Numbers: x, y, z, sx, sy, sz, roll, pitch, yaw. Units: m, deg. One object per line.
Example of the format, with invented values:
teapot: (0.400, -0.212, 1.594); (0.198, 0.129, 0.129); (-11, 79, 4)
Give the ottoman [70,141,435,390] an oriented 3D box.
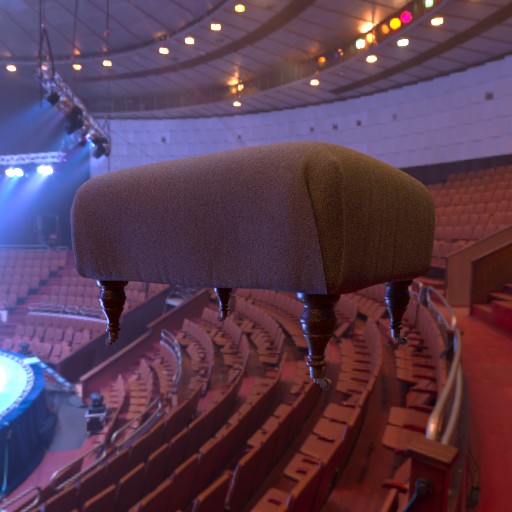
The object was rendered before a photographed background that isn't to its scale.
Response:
ottoman: (0.000, 0.000, 1.104); (0.747, 0.450, 0.622); (1, 1, 35)
